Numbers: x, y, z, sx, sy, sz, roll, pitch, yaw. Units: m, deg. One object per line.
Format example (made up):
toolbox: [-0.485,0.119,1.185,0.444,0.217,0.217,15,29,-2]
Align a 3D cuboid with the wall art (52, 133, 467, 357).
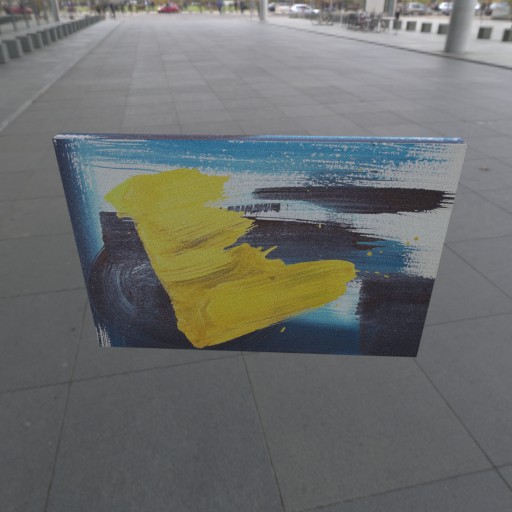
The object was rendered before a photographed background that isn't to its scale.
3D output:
wall art: [0.000,0.000,0.763,0.609,0.406,0.033,1,30,2]
